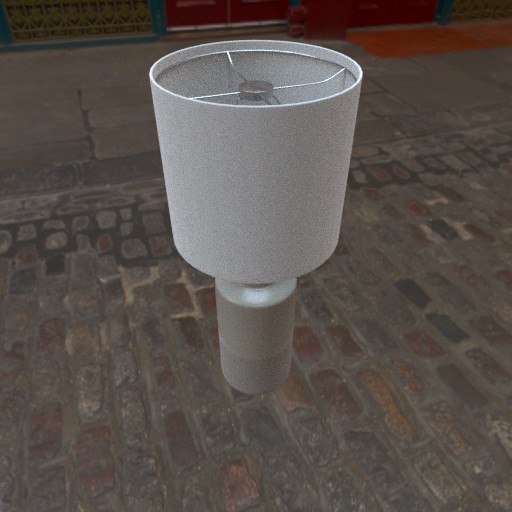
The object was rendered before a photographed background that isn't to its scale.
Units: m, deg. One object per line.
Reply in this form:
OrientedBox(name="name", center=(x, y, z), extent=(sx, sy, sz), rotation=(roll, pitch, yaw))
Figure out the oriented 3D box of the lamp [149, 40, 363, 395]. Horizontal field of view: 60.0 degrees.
OrientedBox(name="lamp", center=(0.000, 0.000, 0.603), extent=(0.212, 0.493, 0.212), rotation=(-13, 41, -15))
